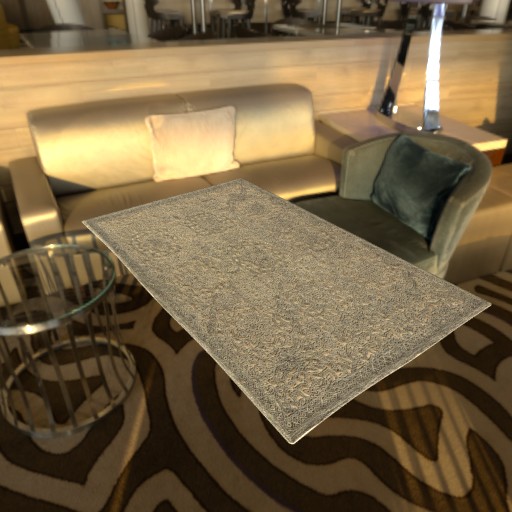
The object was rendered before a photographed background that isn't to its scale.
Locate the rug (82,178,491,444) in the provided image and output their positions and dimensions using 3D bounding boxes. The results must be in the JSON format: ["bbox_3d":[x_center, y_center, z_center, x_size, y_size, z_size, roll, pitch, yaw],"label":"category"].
[{"bbox_3d":[0.000,0.000,3.014,1.535,0.022,2.498,-21,37,-31],"label":"rug"}]
